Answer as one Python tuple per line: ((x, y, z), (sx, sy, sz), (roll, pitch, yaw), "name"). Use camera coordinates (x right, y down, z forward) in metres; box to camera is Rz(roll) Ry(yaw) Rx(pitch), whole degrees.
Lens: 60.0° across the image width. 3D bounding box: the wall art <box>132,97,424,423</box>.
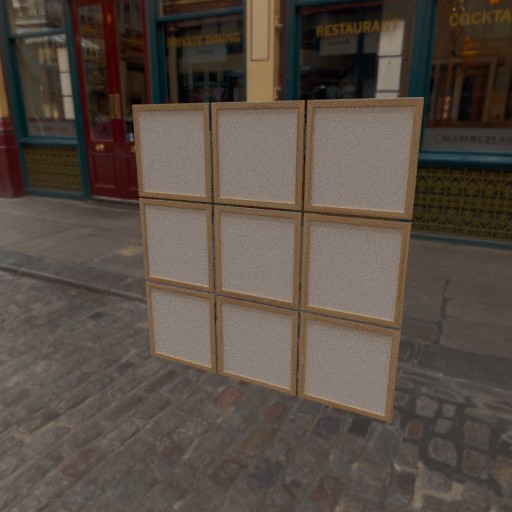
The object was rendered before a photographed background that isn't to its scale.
((0.000, 0.000, 1.852), (1.206, 1.218, 0.013), (8, 18, 26), "wall art")
